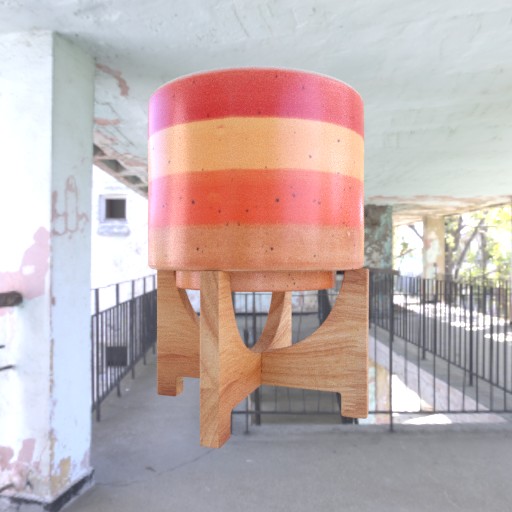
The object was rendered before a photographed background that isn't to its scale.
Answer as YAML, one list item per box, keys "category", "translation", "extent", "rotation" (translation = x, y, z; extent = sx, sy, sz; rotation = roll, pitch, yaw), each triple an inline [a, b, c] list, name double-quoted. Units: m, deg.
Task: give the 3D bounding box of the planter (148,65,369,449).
- category: "planter"
  translation: [0.000, 0.000, 0.403]
  extent: [0.199, 0.268, 0.199]
  rotation: [0, 0, 0]
